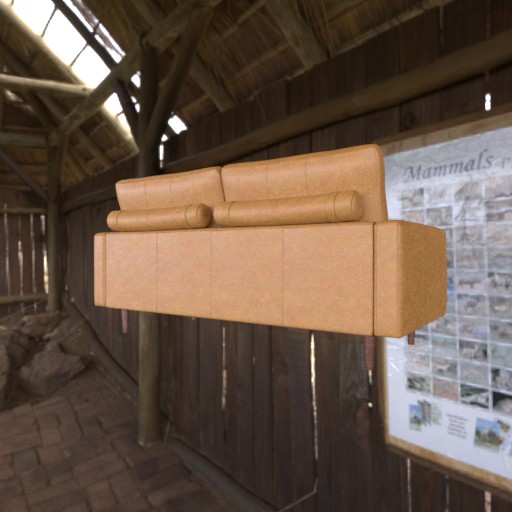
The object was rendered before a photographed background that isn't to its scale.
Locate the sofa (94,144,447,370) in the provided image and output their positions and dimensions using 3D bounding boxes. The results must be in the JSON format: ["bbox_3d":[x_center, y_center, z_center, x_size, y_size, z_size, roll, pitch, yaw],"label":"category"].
[{"bbox_3d":[0.000,0.000,2.415,1.821,0.898,0.850,0,0,35],"label":"sofa"}]
